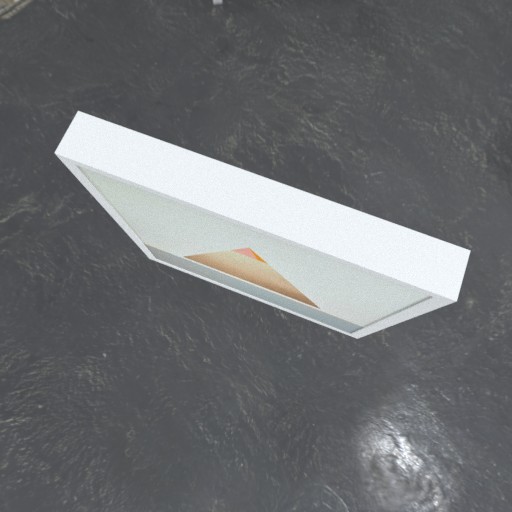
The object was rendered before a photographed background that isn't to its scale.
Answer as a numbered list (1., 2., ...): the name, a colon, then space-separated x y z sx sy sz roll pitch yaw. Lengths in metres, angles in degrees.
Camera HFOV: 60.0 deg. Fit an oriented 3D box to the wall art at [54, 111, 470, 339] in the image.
1. wall art: 0.000 0.000 0.465 0.305 0.304 0.038 21 76 5
